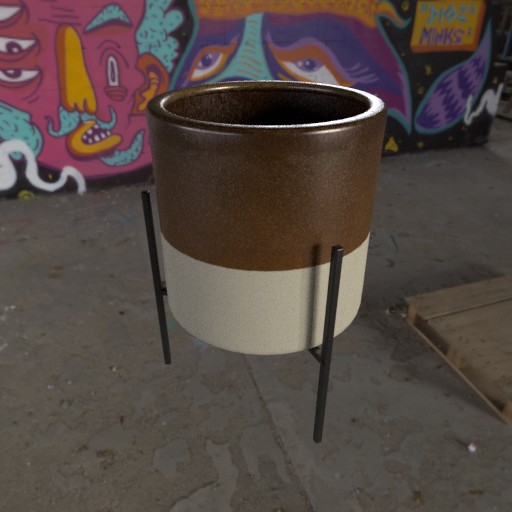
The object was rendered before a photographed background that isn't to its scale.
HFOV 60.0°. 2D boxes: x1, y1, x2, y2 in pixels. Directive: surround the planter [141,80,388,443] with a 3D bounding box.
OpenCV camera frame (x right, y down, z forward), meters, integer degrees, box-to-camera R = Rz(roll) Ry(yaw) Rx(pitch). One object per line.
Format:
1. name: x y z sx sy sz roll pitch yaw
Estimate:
1. planter: 0.000 0.000 0.553 0.269 0.375 0.255 1 30 1
